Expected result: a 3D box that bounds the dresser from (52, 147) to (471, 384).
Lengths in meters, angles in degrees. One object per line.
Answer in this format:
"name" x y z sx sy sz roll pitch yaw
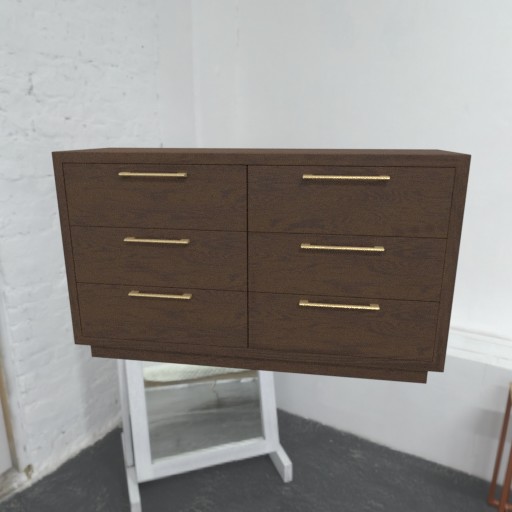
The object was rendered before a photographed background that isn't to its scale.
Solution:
"dresser" 0.000 0.000 1.920 1.523 0.889 0.512 2 16 9
